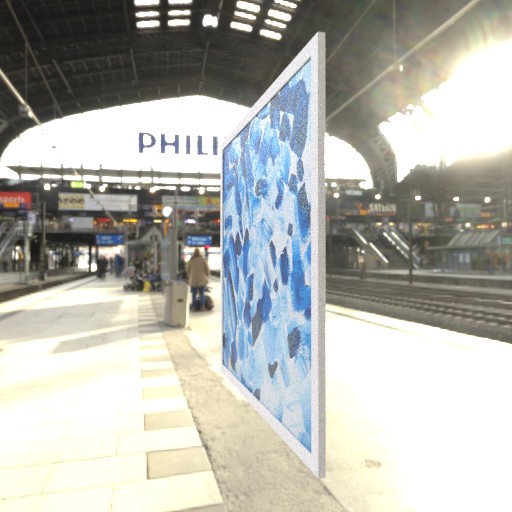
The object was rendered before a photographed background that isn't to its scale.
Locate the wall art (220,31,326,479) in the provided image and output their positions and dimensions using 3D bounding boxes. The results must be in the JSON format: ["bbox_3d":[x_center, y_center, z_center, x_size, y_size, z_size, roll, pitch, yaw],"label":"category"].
[{"bbox_3d":[0.000,0.000,1.195,0.015,0.812,0.812,0,-1,-17],"label":"wall art"}]
